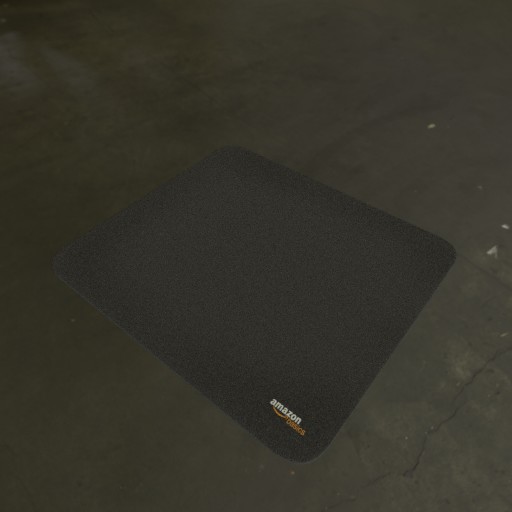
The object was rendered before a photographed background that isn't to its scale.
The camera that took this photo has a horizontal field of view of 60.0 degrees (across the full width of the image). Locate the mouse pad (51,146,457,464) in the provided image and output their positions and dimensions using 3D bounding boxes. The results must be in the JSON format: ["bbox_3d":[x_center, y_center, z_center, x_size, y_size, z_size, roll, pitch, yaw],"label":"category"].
[{"bbox_3d":[0.000,0.000,0.320,0.229,0.003,0.203,30,53,26],"label":"mouse pad"}]
